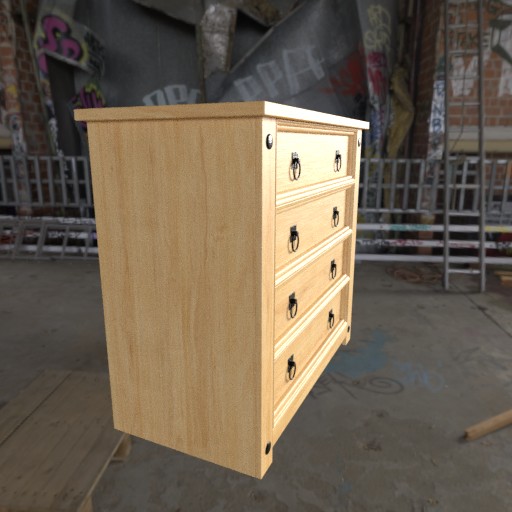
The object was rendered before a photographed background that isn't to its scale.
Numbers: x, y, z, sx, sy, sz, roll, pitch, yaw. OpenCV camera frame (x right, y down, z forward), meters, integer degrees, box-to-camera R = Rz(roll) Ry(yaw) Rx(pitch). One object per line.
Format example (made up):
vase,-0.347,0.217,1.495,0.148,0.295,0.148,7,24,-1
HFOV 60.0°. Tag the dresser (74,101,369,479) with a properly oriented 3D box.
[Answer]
dresser,0.000,0.000,1.221,0.410,0.730,0.800,7,16,25
